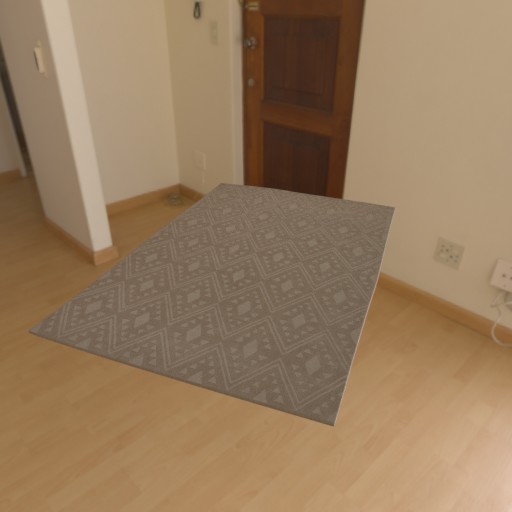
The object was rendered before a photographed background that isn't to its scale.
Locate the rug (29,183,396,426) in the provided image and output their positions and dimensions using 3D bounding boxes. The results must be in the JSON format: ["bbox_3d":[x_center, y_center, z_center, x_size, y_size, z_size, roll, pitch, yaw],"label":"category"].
[{"bbox_3d":[0.000,0.000,2.321,1.252,0.034,1.829,11,32,18],"label":"rug"}]
